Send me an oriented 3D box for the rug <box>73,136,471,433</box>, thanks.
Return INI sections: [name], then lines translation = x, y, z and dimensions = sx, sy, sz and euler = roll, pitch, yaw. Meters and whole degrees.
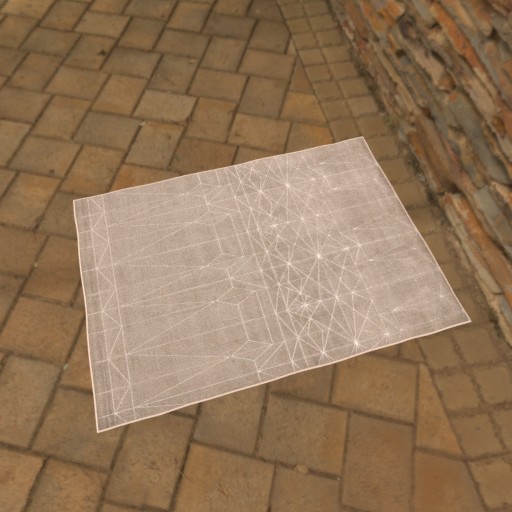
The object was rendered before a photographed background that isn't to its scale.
[rug]
translation = 0.000, 0.000, 4.369
dimensions = 3.357, 0.019, 2.449
euler = -14, 60, -8
